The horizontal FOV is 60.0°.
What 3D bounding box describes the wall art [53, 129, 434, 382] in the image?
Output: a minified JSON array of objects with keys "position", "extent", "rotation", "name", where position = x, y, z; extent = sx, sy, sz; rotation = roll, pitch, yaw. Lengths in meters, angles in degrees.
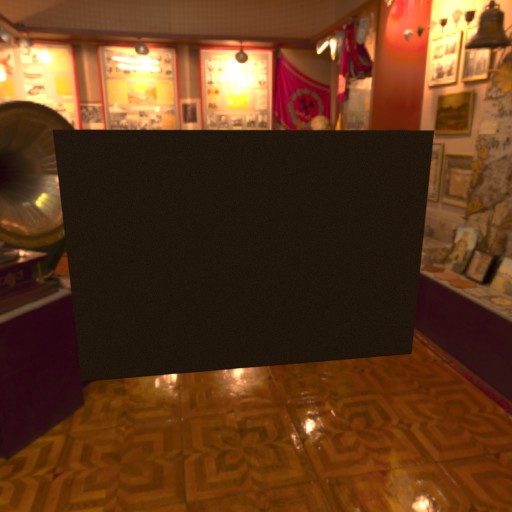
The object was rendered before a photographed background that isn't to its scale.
[{"position":[0.000,0.000,1.199],"extent":[0.958,0.656,0.026],"rotation":[-2,15,-9],"name":"wall art"}]
